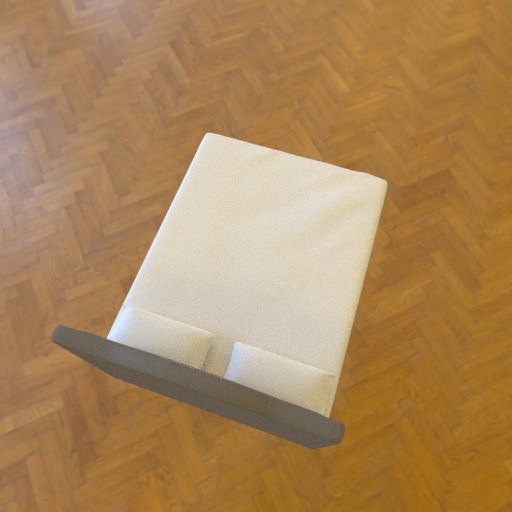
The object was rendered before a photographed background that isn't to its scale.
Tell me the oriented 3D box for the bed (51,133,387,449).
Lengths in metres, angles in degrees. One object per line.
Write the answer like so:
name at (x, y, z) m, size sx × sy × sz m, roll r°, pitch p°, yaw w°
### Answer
bed at (0.000, 0.000, 3.407) m, size 1.821 × 1.436 × 2.282 m, roll 17°, pitch 67°, yaw 8°
